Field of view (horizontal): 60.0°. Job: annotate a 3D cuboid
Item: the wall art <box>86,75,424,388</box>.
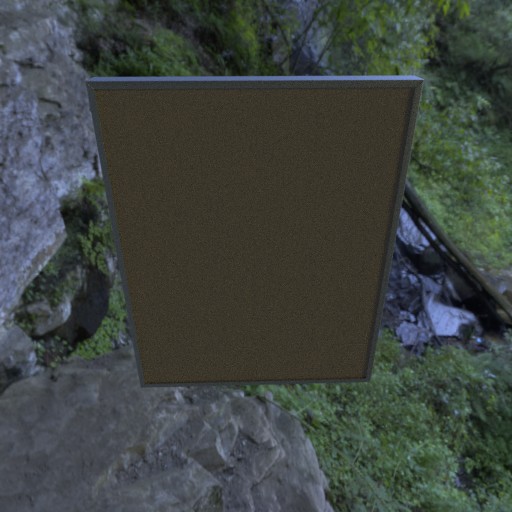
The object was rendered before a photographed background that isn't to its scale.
[{"bbox_3d":[0.000,0.000,0.736,0.445,0.553,0.039,-1,30,-2],"label":"wall art"}]
